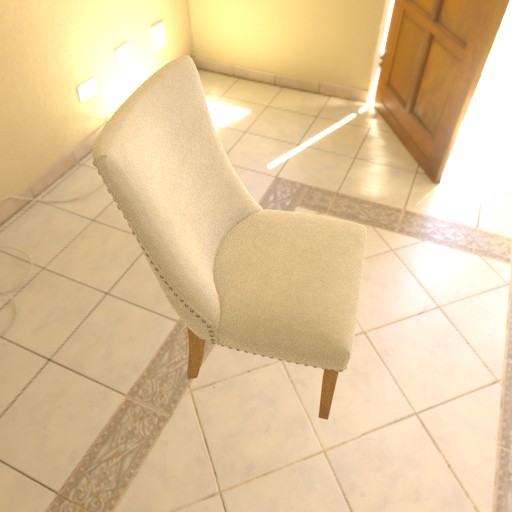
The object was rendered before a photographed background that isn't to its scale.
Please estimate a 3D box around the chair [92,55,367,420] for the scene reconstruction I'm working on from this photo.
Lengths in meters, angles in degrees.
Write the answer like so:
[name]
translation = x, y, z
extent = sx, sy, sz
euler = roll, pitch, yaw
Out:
[chair]
translation = 0.000, 0.000, 1.262
extent = 0.610, 0.902, 0.495
euler = 11, 48, 10
